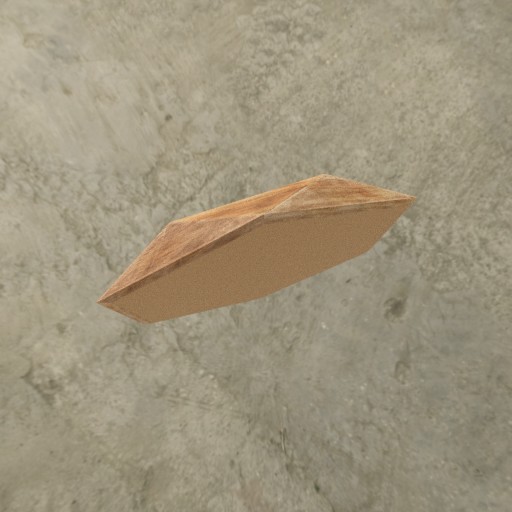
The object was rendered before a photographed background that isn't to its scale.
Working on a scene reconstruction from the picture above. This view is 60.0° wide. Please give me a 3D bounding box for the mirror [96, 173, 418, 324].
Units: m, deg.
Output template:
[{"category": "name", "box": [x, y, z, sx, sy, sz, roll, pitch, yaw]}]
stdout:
[{"category": "mirror", "box": [0.000, 0.000, 1.077, 0.675, 0.779, 0.091, -18, 76, -5]}]
